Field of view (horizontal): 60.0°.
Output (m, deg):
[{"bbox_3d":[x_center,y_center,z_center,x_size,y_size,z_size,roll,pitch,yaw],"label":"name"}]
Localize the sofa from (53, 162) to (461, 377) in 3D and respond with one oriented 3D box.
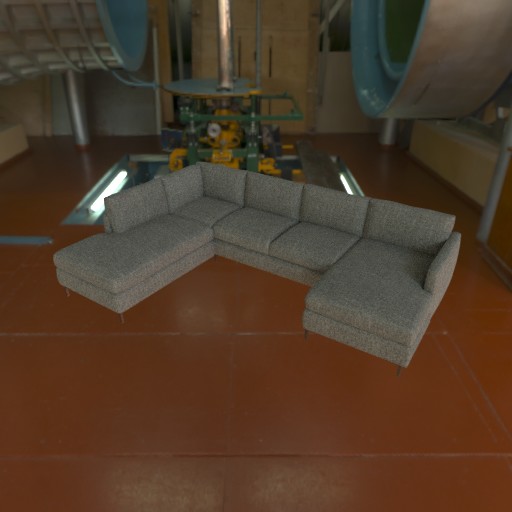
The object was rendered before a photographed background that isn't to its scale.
[{"bbox_3d":[0.000,0.000,3.573,2.737,0.756,1.879,18,33,29],"label":"sofa"}]
